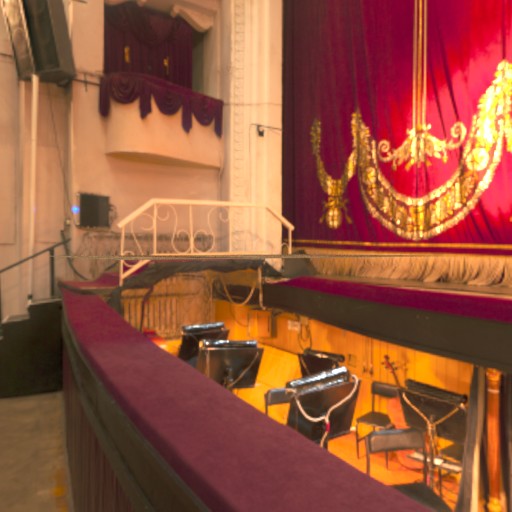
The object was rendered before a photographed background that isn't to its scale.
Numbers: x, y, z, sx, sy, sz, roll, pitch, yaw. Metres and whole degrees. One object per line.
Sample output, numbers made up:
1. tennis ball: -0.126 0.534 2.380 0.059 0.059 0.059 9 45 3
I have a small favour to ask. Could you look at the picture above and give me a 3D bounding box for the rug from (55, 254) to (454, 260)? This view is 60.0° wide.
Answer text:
1. rug: 0.000 0.000 3.031 2.363 0.004 1.566 0 1 -34
